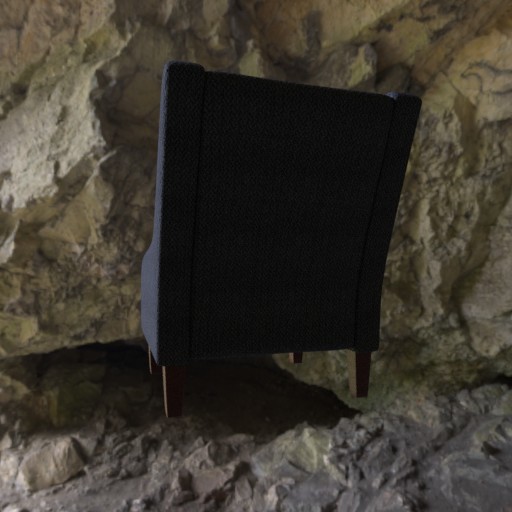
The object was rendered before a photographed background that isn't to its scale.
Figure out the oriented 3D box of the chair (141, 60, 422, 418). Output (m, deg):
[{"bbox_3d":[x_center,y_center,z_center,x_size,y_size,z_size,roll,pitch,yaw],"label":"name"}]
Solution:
[{"bbox_3d":[0.000,0.000,1.677,0.793,1.012,0.944,0,-1,-18],"label":"chair"}]
